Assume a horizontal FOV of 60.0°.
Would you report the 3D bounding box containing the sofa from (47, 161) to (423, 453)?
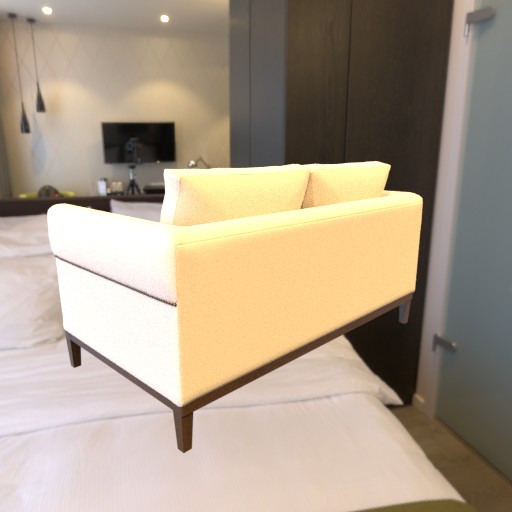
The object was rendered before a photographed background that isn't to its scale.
[{"bbox_3d":[0.000,0.000,2.115,0.905,0.873,1.598,13,19,43],"label":"sofa"}]
